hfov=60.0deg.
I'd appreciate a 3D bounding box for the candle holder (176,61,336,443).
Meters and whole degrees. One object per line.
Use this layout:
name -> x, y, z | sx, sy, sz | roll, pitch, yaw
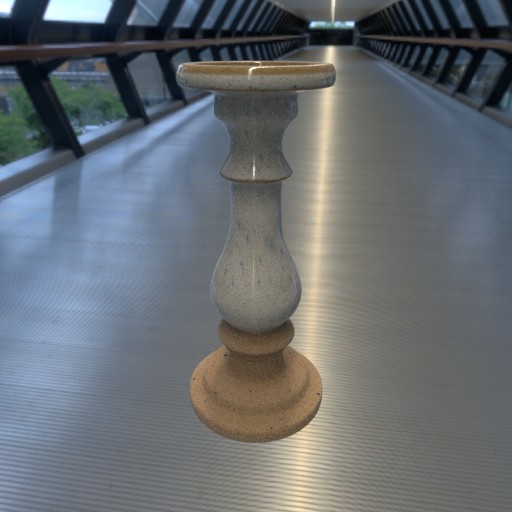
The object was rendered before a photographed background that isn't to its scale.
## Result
candle holder -> 0.000, 0.000, 0.254 | 0.088, 0.203, 0.088 | 0, 25, 0
